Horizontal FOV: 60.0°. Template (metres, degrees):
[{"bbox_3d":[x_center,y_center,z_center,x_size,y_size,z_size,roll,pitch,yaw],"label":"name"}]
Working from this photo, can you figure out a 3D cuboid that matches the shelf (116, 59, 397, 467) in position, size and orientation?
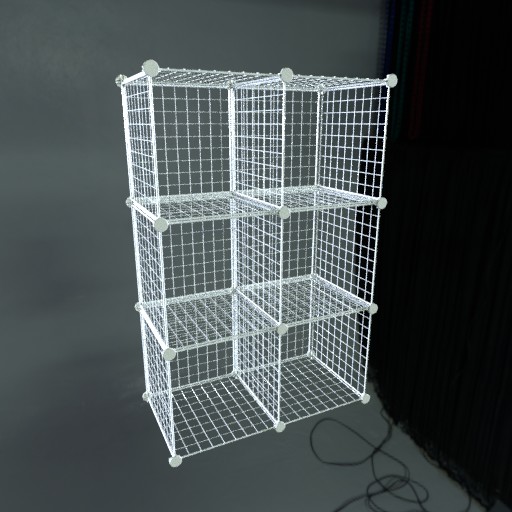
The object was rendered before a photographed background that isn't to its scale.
[{"bbox_3d":[0.000,0.000,1.402,0.711,1.067,0.356,-8,19,-25],"label":"shelf"}]
